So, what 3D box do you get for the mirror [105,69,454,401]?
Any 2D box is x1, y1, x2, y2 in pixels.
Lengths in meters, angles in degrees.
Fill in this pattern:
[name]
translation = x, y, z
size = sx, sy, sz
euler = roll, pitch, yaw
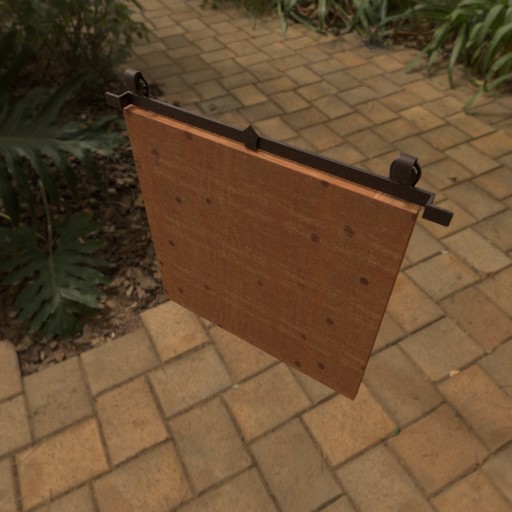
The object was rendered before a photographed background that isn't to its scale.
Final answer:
[mirror]
translation = 0.000, 0.000, 1.139
size = 0.805, 0.800, 0.054
euler = 25, 51, 22
